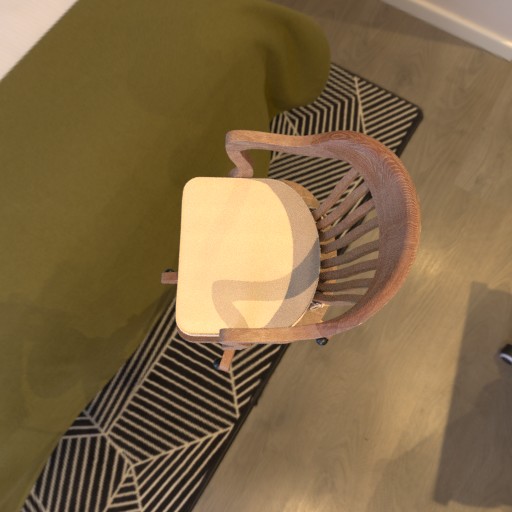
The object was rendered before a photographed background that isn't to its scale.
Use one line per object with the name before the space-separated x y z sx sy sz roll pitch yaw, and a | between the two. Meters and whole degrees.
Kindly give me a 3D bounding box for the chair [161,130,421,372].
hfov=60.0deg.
chair | 0.000 0.000 1.483 0.788 0.878 0.750 1 75 0
